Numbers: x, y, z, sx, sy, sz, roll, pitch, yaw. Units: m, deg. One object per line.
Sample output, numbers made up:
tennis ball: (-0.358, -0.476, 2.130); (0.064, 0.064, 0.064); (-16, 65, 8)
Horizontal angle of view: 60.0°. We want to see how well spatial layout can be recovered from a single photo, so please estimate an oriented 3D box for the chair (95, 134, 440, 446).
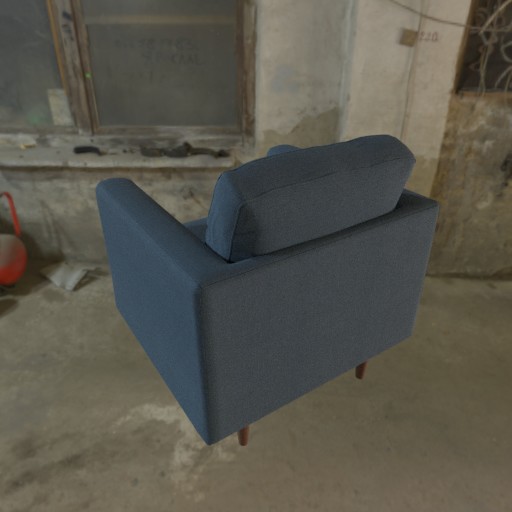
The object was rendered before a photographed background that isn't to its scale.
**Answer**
chair: (0.000, 0.000, 1.563); (0.855, 0.922, 0.820); (-18, 35, -28)
